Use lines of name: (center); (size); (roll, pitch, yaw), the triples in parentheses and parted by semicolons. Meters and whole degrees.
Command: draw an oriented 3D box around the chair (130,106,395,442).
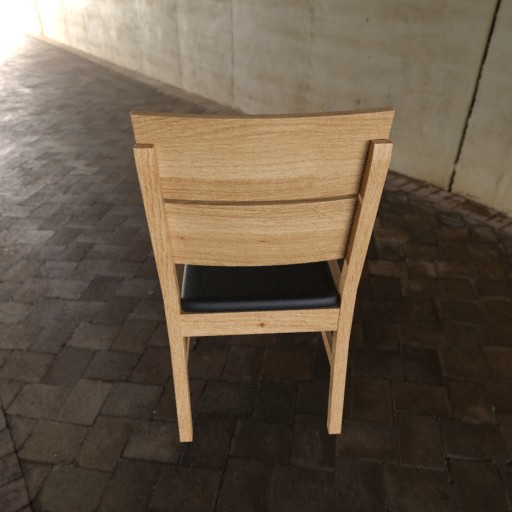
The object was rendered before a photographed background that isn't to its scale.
chair: (0.000, 0.000, 1.267); (0.475, 0.950, 0.569); (-2, 33, -3)
